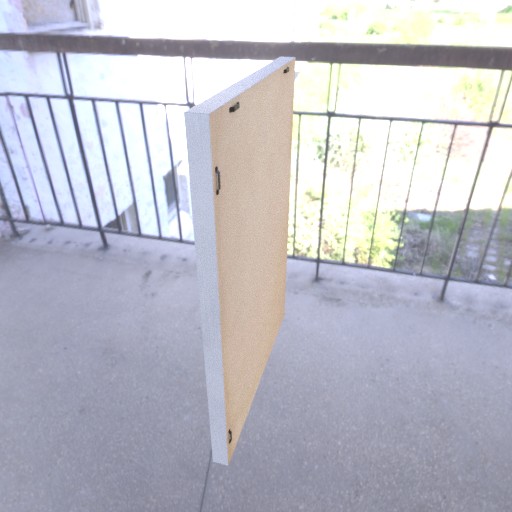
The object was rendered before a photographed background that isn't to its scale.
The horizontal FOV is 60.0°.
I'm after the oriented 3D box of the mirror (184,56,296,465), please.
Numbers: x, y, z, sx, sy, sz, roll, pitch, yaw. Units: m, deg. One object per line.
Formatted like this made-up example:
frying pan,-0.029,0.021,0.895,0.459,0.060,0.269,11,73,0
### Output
mirror,0.000,0.000,0.936,0.039,0.710,0.507,9,33,14
